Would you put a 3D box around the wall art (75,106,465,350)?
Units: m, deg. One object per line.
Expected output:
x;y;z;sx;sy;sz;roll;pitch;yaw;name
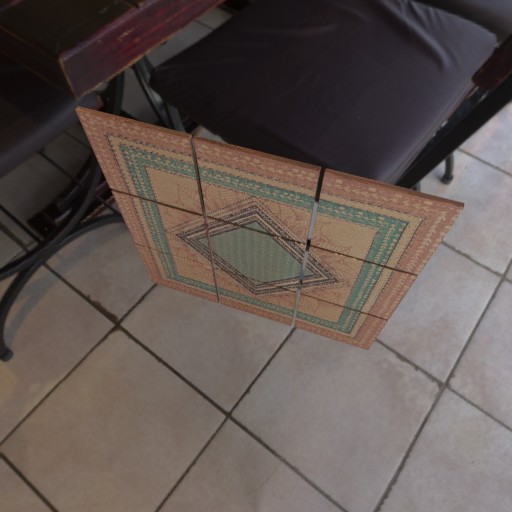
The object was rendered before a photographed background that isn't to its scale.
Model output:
0.000;0.000;1.390;0.915;0.914;0.013;16;61;9;wall art
